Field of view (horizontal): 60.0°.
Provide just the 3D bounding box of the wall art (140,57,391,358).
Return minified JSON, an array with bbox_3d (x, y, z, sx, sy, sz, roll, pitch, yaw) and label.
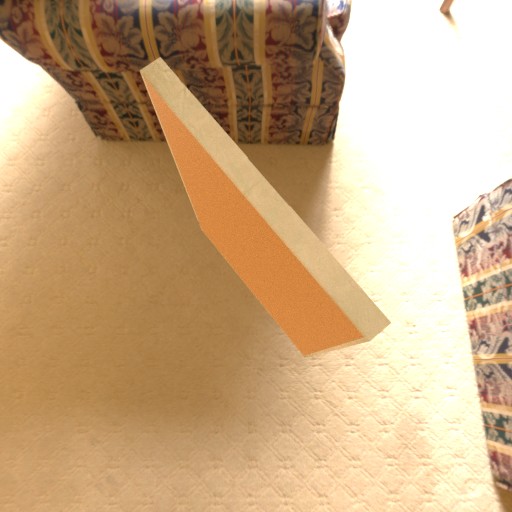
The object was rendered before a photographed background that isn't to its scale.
[{"bbox_3d":[0.000,0.000,0.983,0.038,0.764,0.508,-38,79,-9],"label":"wall art"}]
